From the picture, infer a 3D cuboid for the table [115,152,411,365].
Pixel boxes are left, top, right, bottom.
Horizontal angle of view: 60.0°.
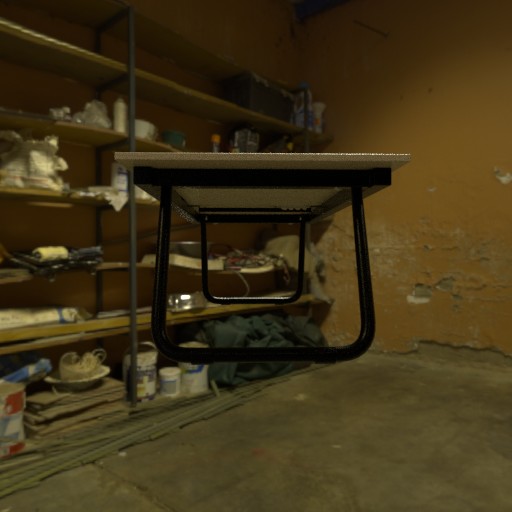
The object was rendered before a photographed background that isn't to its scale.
[{"bbox_3d":[0.000,0.000,0.800,0.322,0.242,0.644,0,0,-2],"label":"table"}]
